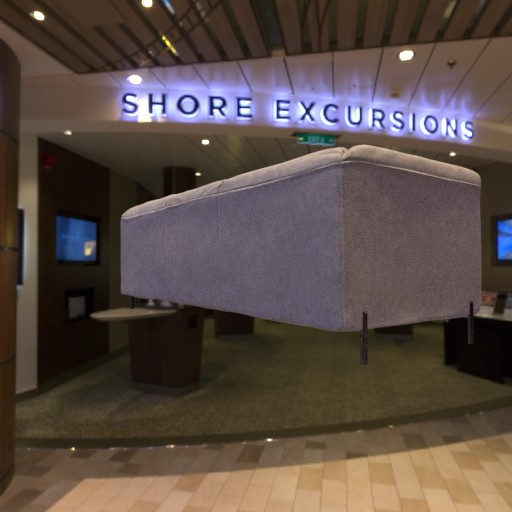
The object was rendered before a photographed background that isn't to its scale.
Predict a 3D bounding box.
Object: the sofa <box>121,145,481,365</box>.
[{"bbox_3d":[0.000,0.000,2.572,0.899,0.758,2.238,1,-1,-35],"label":"sofa"}]
